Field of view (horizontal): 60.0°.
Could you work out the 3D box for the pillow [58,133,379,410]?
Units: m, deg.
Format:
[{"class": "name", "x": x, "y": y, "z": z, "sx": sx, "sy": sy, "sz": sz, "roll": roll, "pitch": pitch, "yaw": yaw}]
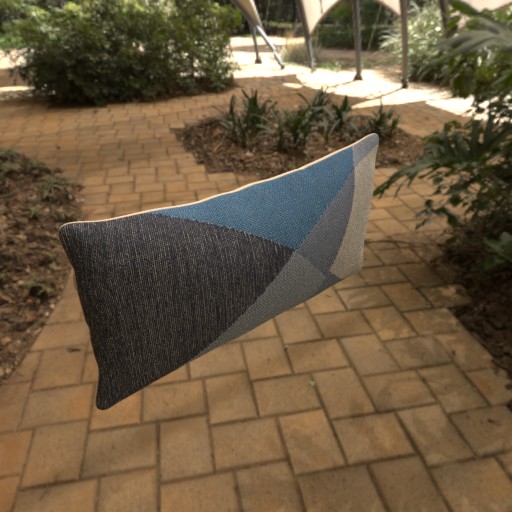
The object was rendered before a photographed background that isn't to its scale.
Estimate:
[{"class": "pillow", "x": 0.000, "y": 0.000, "z": 0.739, "sx": 0.604, "sy": 0.307, "sz": 0.148, "roll": -23, "pitch": 38, "yaw": -33}]
